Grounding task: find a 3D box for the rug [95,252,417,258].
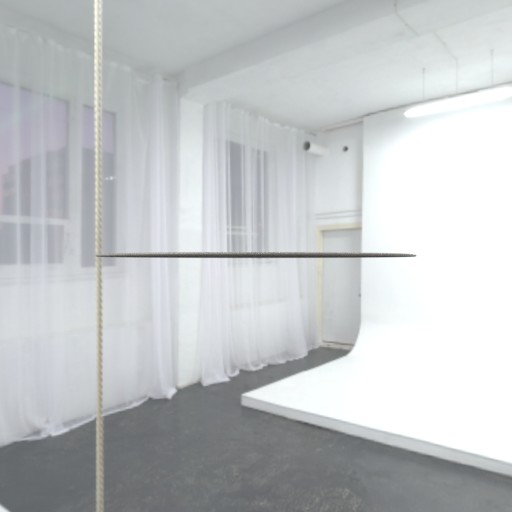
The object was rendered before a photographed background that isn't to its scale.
[{"bbox_3d":[0.000,0.000,2.337,1.593,0.012,1.593,0,-1,0],"label":"rug"}]
